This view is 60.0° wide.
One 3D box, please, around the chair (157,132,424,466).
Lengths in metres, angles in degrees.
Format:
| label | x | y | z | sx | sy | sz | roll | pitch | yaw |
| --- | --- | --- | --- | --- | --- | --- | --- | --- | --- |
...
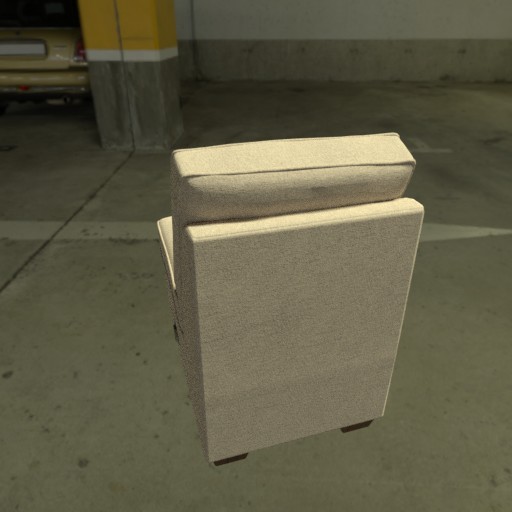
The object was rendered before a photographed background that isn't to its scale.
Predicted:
| label | x | y | z | sx | sy | sz | roll | pitch | yaw |
| --- | --- | --- | --- | --- | --- | --- | --- | --- | --- |
| chair | 0.000 | 0.000 | 1.576 | 0.621 | 0.970 | 0.938 | -8 | 29 | -15 |
